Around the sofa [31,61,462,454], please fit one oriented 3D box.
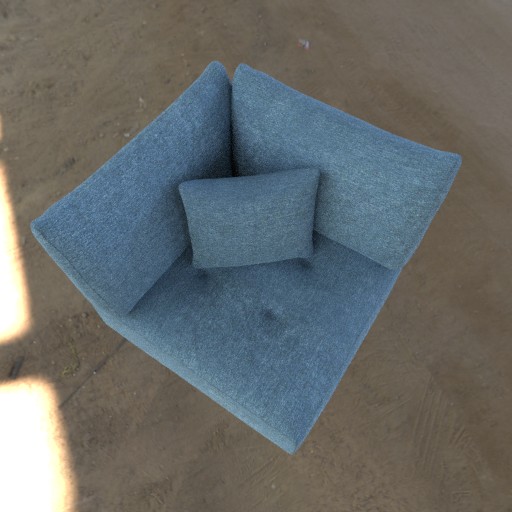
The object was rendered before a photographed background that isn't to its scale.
[{"bbox_3d":[0.000,0.000,1.704,1.000,0.820,1.000,30,63,17],"label":"sofa"}]
